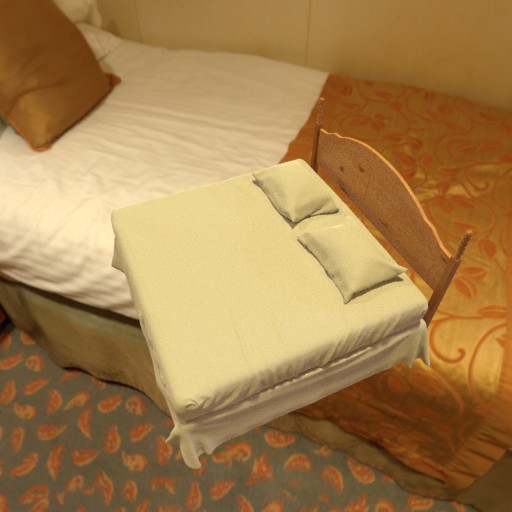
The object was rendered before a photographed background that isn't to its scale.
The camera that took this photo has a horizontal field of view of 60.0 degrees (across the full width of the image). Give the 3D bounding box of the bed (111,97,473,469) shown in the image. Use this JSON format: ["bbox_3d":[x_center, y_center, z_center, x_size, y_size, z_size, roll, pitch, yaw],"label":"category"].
[{"bbox_3d":[0.000,0.000,3.580,2.219,1.355,2.322,-18,50,-16],"label":"bed"}]
